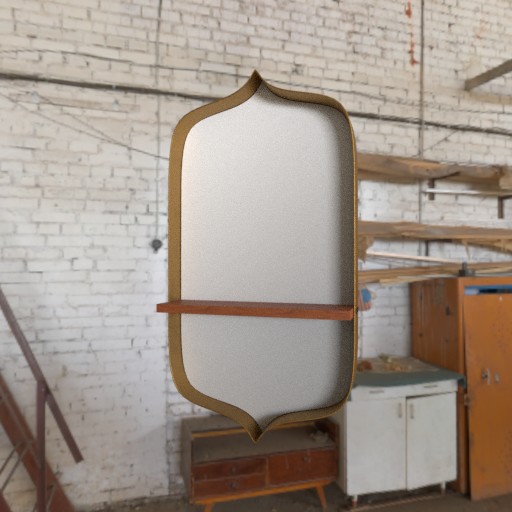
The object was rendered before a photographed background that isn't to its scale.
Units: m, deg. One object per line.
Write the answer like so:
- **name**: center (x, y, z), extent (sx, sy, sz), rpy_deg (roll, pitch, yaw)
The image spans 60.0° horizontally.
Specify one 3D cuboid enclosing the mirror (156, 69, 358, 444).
- **mirror**: center (0.000, 0.000, 0.729), extent (0.323, 0.613, 0.096), rpy_deg (0, 0, 18)
